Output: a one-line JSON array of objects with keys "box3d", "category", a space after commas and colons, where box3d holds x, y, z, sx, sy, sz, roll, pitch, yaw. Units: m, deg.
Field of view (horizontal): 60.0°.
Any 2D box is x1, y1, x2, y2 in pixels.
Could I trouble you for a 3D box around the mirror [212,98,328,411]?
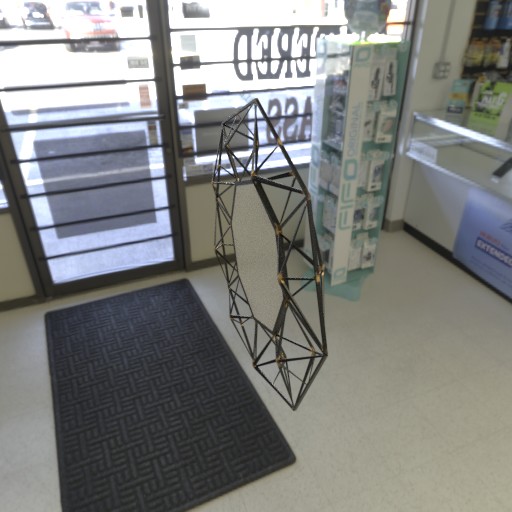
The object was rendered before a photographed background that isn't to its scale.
[{"box3d": [0.000, 0.000, 1.039, 0.094, 0.710, 0.710, -10, 32, -17], "category": "mirror"}]
